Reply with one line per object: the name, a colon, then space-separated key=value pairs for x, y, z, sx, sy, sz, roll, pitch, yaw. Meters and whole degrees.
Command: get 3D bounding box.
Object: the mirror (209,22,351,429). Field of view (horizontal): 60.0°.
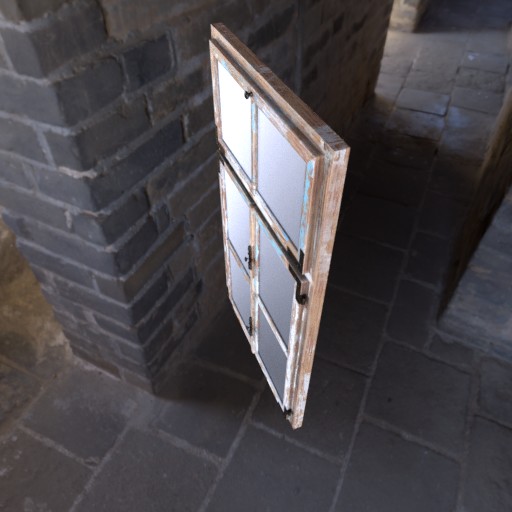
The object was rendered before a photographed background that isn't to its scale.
mirror: x=0.000 y=0.000 z=1.465 sx=0.083 sy=1.213 sz=0.707 roll=-17 pitch=48 yaw=-15
